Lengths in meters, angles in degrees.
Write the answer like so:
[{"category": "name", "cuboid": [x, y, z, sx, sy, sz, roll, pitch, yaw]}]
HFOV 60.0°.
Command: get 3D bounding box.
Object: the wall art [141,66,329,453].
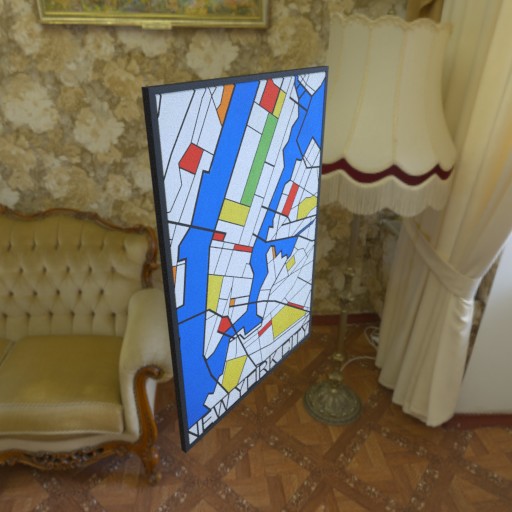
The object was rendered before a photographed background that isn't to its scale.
[{"category": "wall art", "cuboid": [0.000, 0.000, 0.867, 0.013, 0.660, 0.460, 19, 33, 33]}]
